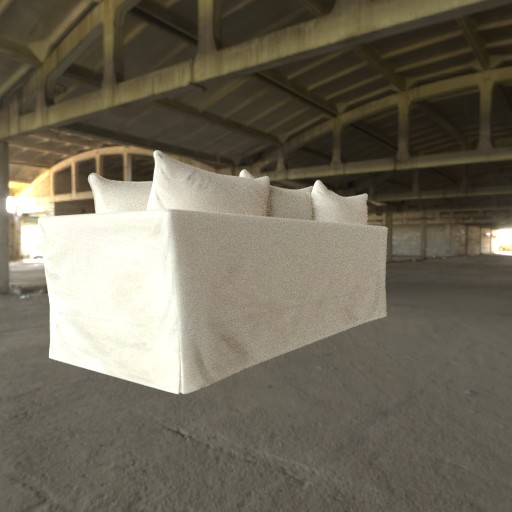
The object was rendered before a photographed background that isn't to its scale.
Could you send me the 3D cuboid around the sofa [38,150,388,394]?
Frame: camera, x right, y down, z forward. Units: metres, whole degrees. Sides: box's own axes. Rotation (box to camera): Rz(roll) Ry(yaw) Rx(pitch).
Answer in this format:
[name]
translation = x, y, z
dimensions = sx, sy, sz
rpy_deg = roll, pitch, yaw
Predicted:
[sofa]
translation = 0.000, 0.000, 3.004
dimensions = 1.030, 1.042, 2.484
rpy_deg = 1, 2, 36
